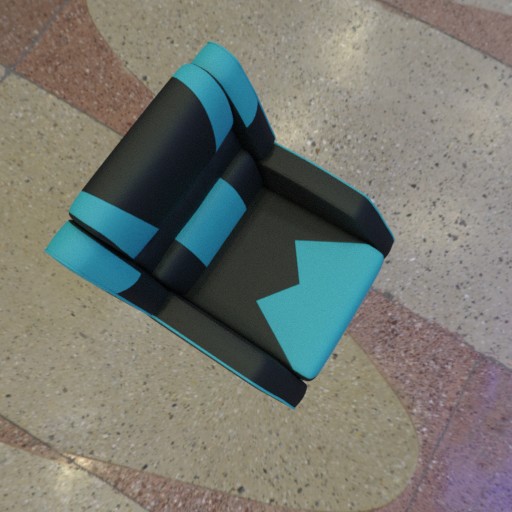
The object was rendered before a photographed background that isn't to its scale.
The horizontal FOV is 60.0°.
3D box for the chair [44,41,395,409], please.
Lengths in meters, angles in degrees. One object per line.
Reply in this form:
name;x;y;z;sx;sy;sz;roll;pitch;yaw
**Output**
chair;0.000;0.000;1.280;0.672;0.805;0.620;32;78;7
